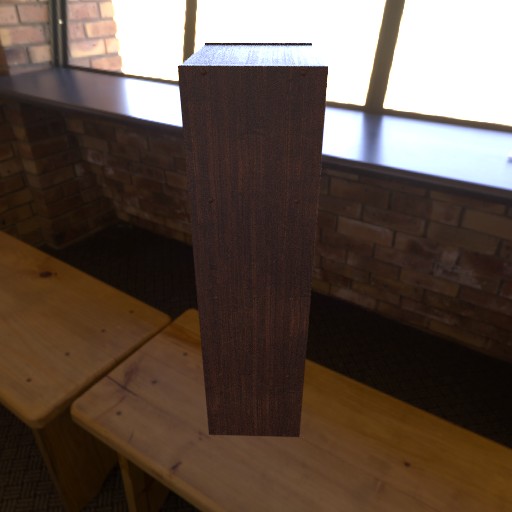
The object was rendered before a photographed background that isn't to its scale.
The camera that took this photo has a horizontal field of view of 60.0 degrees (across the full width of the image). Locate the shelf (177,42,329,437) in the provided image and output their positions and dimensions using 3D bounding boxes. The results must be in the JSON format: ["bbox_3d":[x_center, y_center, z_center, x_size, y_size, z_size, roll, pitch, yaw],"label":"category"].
[{"bbox_3d":[0.000,0.000,1.306,0.290,1.099,0.415,1,31,1],"label":"shelf"}]
